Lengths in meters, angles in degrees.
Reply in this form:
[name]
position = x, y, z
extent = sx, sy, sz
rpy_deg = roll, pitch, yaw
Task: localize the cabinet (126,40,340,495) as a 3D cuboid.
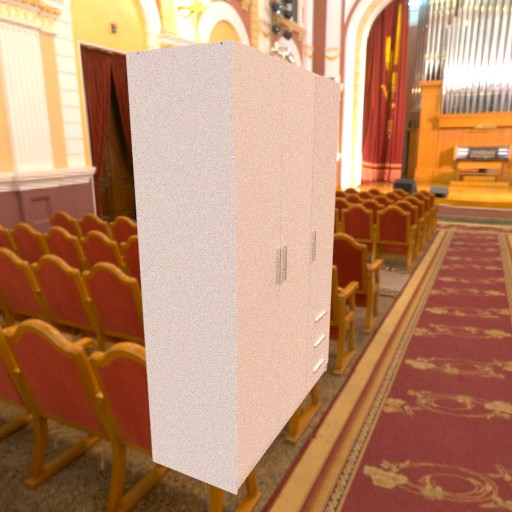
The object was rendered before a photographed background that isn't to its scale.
[cabinet]
position = 0.000, 0.000, 2.452
extent = 0.510, 1.910, 1.290
rpy_deg = 7, 16, 26
